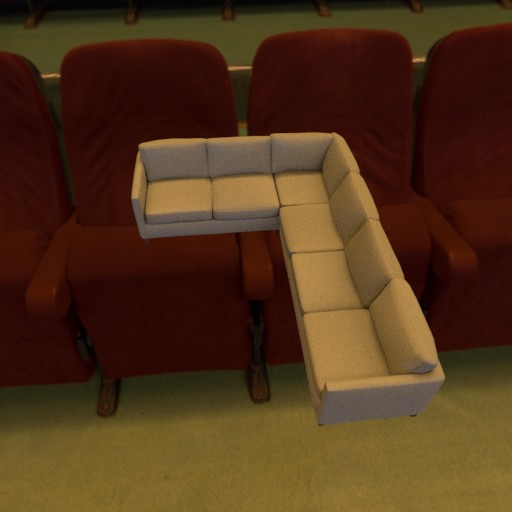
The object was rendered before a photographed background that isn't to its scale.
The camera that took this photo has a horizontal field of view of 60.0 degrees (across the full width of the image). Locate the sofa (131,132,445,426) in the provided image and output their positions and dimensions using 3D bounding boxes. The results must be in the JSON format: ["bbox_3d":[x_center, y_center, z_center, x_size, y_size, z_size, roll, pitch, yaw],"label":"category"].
[{"bbox_3d":[0.000,0.000,4.481,2.592,0.947,3.301,-4,47,-4],"label":"sofa"}]
